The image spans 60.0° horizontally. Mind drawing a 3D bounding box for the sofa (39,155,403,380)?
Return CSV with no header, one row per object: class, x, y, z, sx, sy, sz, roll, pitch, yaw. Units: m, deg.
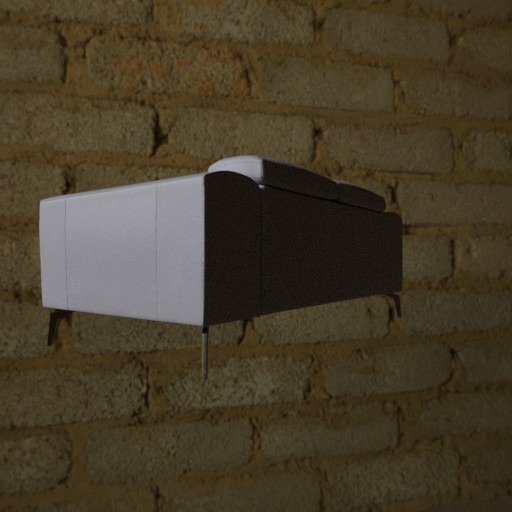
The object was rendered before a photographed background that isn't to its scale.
sofa,0.000,0.000,2.387,1.003,0.779,1.895,0,-1,36
